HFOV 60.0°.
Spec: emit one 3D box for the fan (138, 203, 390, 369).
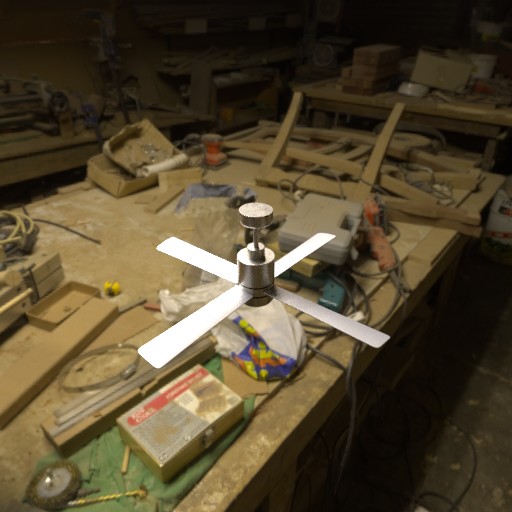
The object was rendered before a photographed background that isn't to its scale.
[{"bbox_3d":[0.000,0.000,2.357,1.525,0.539,1.525,23,37,33],"label":"fan"}]
